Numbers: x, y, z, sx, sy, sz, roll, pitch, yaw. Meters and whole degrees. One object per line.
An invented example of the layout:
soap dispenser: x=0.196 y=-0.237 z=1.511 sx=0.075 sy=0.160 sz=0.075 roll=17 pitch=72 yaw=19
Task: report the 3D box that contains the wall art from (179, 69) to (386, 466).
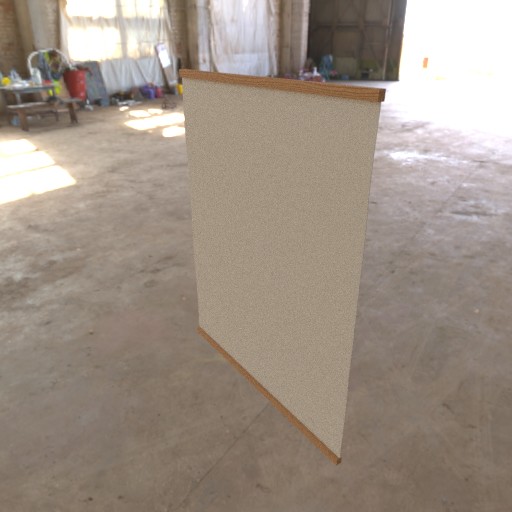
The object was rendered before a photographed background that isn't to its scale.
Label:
wall art: x=0.000 y=0.000 z=0.673 sx=0.010 sy=0.507 sz=0.404 roll=-18 pitch=31 yaw=-32
